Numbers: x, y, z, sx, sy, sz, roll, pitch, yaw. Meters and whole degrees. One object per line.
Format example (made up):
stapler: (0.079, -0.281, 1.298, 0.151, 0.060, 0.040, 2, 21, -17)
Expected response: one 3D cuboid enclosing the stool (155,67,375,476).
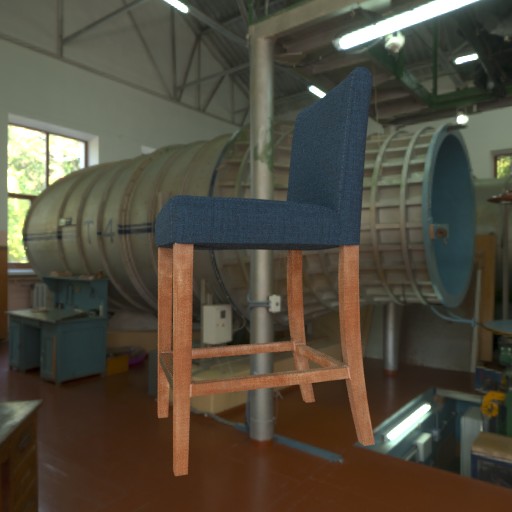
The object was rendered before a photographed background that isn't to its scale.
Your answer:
stool: (0.000, 0.000, 1.326, 0.567, 1.039, 0.454, 0, 0, -18)
